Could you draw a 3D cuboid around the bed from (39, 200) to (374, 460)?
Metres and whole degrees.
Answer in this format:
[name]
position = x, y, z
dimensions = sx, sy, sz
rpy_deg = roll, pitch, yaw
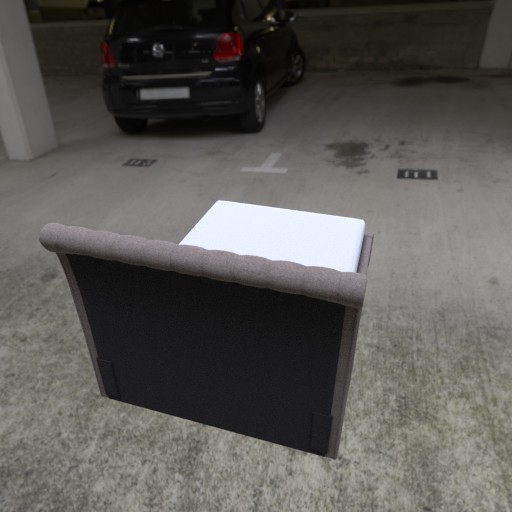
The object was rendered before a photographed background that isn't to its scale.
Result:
[bed]
position = 0.000, 0.000, 3.310
dimensions = 1.645, 1.371, 2.252
rpy_deg = 9, 34, 14
